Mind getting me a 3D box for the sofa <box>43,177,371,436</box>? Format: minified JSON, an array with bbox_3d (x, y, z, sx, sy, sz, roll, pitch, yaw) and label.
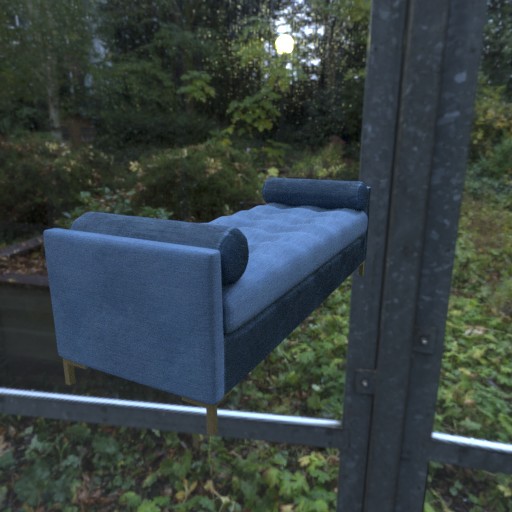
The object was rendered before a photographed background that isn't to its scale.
[{"bbox_3d":[0.000,0.000,2.483,0.796,0.705,2.102,8,17,26],"label":"sofa"}]
